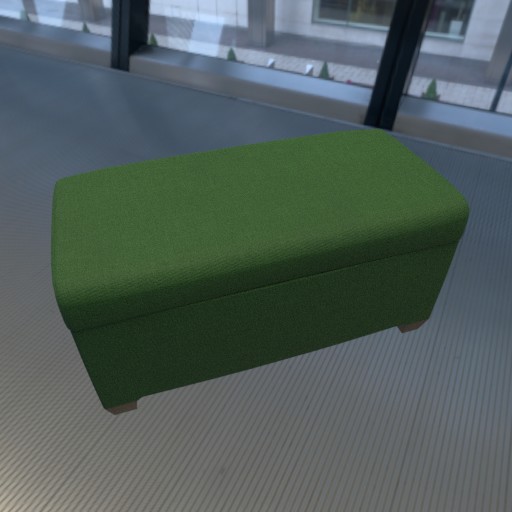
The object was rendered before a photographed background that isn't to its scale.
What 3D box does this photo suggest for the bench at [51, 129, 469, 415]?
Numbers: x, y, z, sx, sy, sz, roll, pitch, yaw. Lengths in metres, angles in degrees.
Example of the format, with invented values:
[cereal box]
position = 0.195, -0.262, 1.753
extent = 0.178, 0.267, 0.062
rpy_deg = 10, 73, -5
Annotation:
[bench]
position = 0.000, 0.000, 1.279
extent = 0.989, 0.501, 0.505
rpy_deg = -12, 43, -14
